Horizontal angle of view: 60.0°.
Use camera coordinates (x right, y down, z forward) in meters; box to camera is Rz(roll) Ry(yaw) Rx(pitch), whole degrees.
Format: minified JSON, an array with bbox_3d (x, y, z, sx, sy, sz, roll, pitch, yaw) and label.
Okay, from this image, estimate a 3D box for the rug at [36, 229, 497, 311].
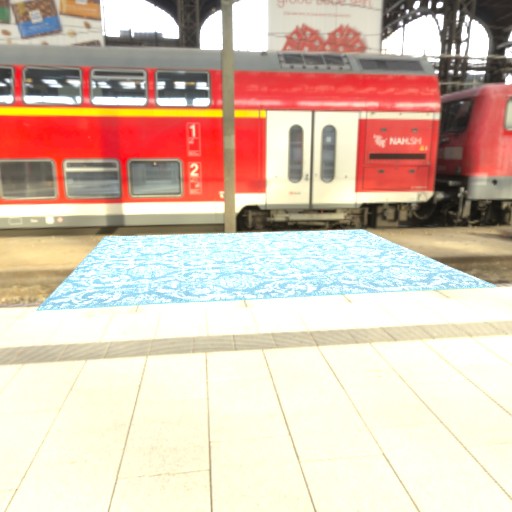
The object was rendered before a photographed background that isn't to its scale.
[{"bbox_3d":[0.000,0.000,3.949,2.980,0.012,2.363,-2,13,-9],"label":"rug"}]
